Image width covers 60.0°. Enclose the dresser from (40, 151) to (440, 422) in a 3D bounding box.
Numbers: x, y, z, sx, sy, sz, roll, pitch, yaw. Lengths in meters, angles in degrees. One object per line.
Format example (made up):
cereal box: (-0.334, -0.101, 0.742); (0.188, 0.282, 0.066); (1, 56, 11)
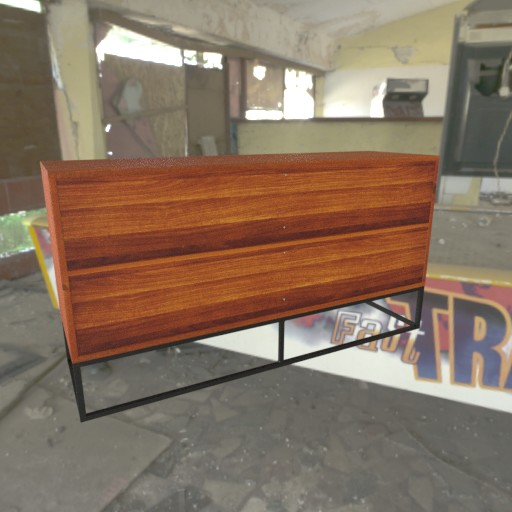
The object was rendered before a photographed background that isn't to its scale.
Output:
dresser: (0.000, 0.000, 1.871); (1.536, 0.810, 0.464); (-8, 18, -26)
